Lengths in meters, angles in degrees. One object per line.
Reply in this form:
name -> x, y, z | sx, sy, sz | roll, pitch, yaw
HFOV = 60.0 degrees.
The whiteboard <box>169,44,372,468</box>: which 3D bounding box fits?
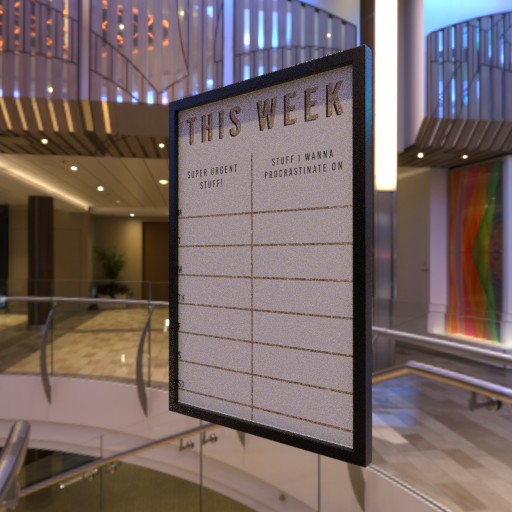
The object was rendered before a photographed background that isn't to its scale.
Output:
whiteboard -> 0.000, 0.000, 0.766 | 0.406, 0.611, 0.026 | 0, 0, 36
